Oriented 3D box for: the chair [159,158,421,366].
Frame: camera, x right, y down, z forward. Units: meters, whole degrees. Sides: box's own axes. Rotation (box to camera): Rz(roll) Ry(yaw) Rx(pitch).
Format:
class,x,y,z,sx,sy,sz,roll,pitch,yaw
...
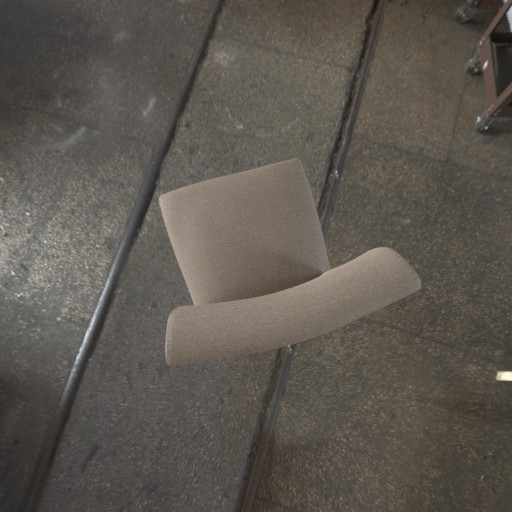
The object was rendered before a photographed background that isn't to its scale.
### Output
class,x,y,z,sx,sy,sz,roll,pitch,yaw
chair,0.000,0.000,1.362,0.513,0.988,0.608,-16,76,-4
